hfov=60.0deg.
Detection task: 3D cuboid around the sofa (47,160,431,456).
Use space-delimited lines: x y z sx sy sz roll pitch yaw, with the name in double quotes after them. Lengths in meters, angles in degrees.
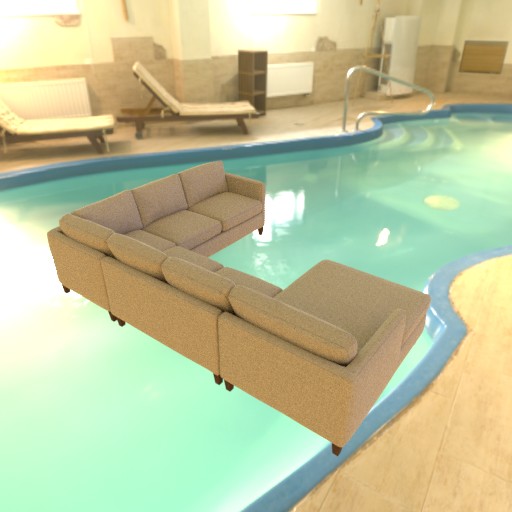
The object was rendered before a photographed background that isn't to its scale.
0.000 0.000 4.584 3.460 0.959 2.593 20 35 32 "sofa"
